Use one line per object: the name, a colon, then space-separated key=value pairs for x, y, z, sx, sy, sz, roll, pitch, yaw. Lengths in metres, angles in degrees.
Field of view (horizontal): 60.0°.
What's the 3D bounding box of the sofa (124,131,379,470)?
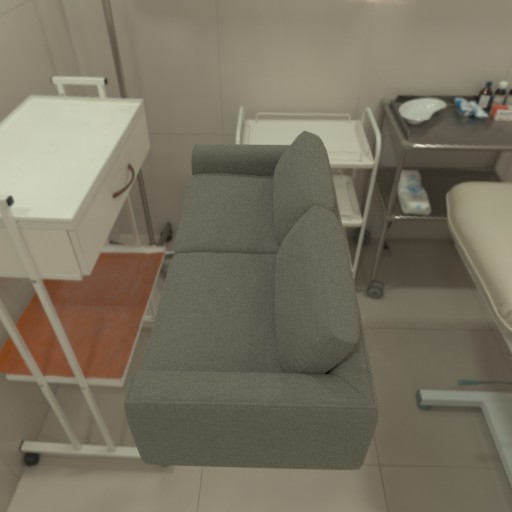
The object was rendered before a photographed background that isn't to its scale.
sofa: x=0.000 y=0.000 z=2.703 sx=1.070 sy=0.801 sz=2.262 roll=1 pitch=41 yaw=1
